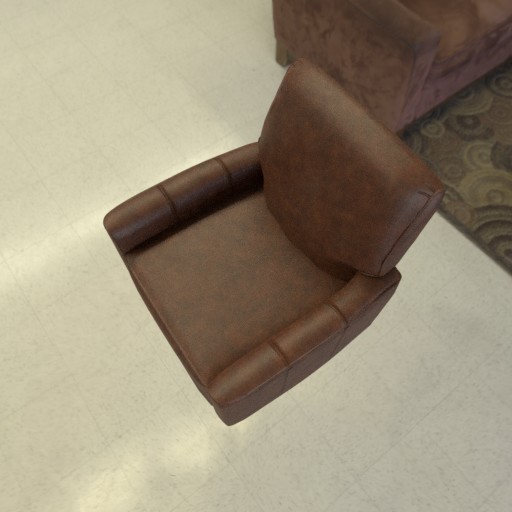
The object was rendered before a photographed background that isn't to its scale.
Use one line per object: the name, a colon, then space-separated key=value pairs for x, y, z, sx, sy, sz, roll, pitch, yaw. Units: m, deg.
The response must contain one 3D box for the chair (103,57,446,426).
chair: x=0.000 y=0.000 z=1.626 sx=0.850 sy=1.010 sz=0.839 roll=-32 pitch=67 yaw=-15
